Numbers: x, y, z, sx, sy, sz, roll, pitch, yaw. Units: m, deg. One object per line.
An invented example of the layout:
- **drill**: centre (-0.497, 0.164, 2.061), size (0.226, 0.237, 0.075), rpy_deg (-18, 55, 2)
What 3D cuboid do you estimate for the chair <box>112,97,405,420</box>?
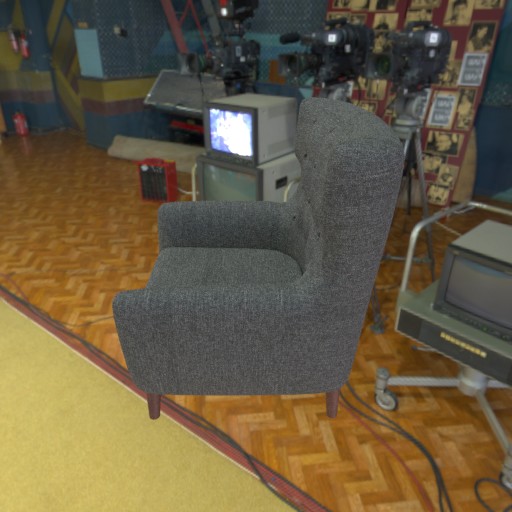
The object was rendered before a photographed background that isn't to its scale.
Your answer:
- **chair**: centre (0.000, 0.000, 1.720), size (0.904, 1.063, 0.878), rpy_deg (0, 27, -1)
